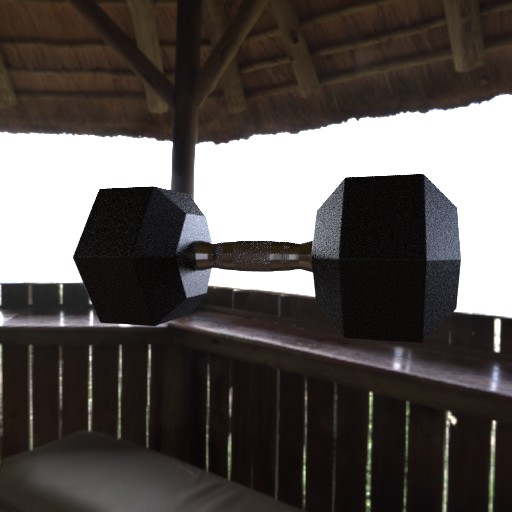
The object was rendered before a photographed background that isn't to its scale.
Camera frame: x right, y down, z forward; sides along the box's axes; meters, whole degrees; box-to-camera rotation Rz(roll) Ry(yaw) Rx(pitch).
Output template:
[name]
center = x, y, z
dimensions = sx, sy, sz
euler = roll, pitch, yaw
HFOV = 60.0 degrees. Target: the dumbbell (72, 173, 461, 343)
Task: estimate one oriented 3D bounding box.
[dumbbell]
center = 0.000, 0.000, 0.440
dimensions = 0.361, 0.137, 0.157
euler = 0, 1, 17
